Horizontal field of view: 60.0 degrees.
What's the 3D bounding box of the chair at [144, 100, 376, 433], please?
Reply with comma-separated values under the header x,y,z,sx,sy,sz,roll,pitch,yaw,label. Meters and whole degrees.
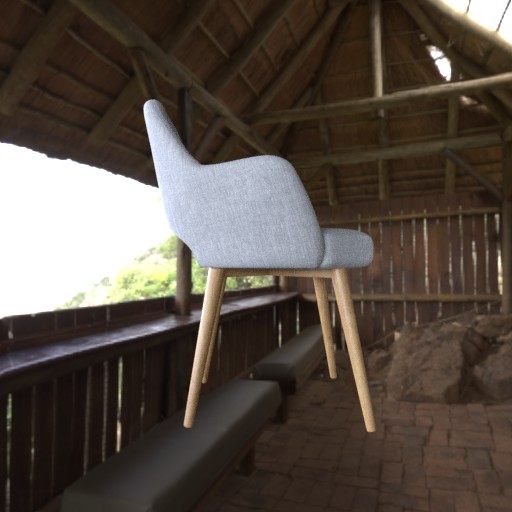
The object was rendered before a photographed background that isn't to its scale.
x,y,z,sx,sy,sz,roll,pitch,yaw,label
0.000,0.000,1.279,0.610,0.840,0.590,0,0,-1,chair
